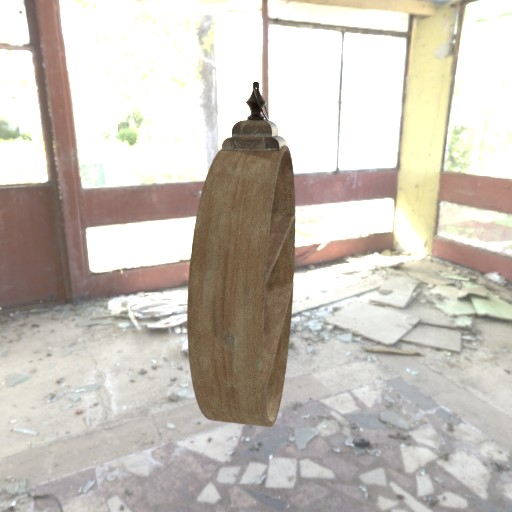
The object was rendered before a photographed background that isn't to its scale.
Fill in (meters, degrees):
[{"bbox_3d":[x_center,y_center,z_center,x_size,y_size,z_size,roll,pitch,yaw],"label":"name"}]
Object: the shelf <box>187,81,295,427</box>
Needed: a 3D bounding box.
[{"bbox_3d":[0.000,0.000,0.985,0.125,0.725,0.601,3,17,9],"label":"shelf"}]
